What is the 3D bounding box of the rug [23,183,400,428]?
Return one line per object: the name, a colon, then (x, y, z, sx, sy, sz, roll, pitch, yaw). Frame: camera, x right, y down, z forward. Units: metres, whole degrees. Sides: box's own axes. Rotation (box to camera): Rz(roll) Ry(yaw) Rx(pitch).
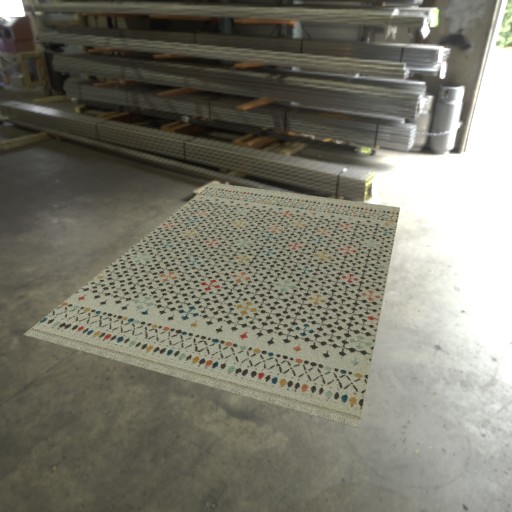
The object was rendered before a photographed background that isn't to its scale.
rug: (0.000, 0.000, 4.091, 2.354, 0.007, 3.196, 10, 31, 17)
